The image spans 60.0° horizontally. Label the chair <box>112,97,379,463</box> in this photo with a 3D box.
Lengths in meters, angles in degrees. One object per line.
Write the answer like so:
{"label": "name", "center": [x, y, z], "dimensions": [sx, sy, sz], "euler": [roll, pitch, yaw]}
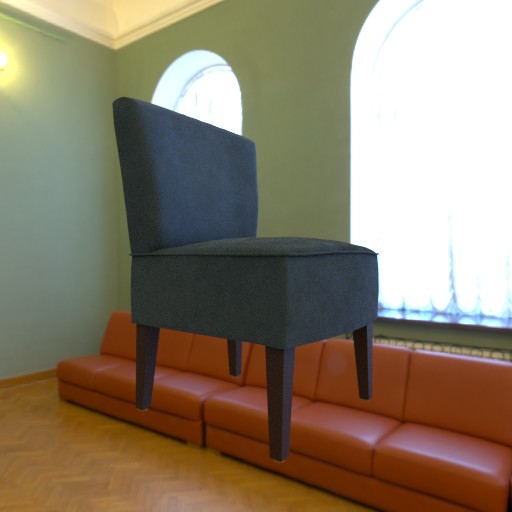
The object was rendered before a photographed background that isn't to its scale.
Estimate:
{"label": "chair", "center": [0.000, 0.000, 1.176], "dimensions": [0.551, 0.806, 0.521], "euler": [0, 1, 36]}
